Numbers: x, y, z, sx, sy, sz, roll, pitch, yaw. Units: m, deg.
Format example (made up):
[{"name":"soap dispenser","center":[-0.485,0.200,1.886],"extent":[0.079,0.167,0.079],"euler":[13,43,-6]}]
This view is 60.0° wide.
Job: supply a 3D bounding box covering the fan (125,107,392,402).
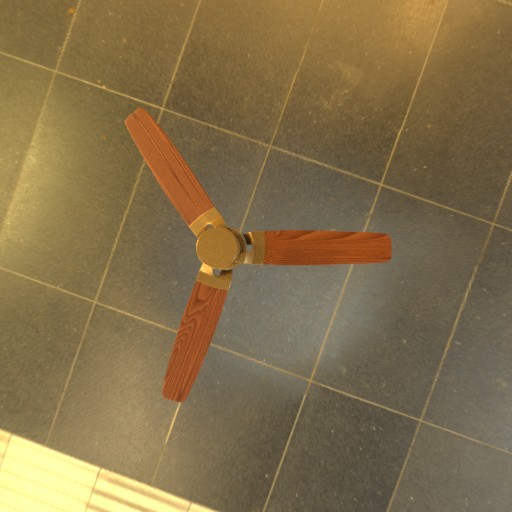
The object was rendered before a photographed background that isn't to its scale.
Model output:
[{"name":"fan","center":[0.000,0.000,2.026],"extent":[1.271,0.425,1.416],"euler":[0,91,2]}]
